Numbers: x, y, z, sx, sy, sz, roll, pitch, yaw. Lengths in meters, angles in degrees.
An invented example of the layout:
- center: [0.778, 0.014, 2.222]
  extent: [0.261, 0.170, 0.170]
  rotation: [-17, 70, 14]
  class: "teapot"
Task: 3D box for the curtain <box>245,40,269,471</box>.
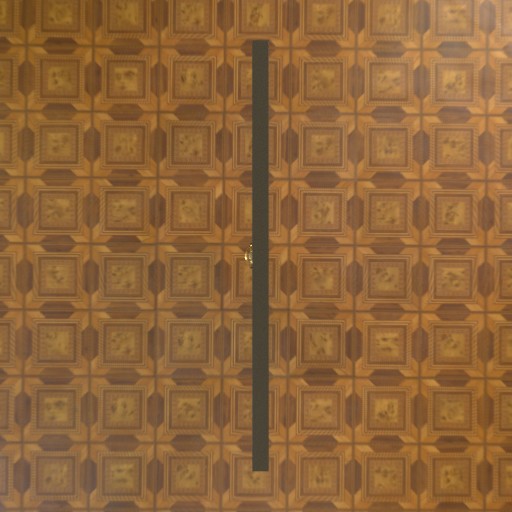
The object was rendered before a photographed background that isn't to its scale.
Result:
- center: [0.000, 0.000, 0.789]
  extent: [0.027, 0.585, 0.483]
  rotation: [0, 90, 0]
  class: "curtain"
